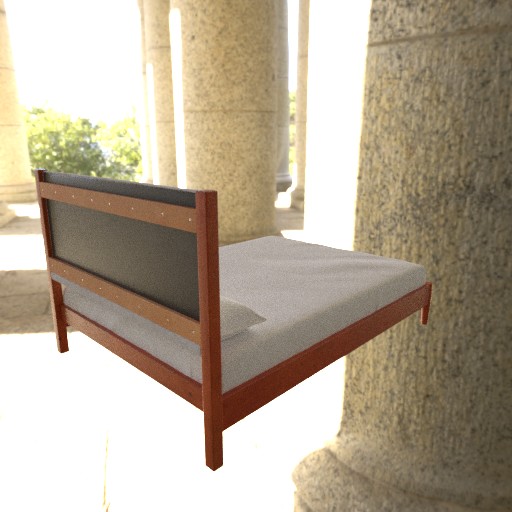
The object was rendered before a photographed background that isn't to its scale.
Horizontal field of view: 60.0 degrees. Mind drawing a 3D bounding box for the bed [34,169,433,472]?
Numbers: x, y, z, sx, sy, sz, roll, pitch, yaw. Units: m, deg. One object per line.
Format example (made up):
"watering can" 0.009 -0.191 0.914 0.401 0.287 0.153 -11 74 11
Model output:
"bed" 0.000 0.000 2.947 1.566 1.165 2.117 14 21 42
